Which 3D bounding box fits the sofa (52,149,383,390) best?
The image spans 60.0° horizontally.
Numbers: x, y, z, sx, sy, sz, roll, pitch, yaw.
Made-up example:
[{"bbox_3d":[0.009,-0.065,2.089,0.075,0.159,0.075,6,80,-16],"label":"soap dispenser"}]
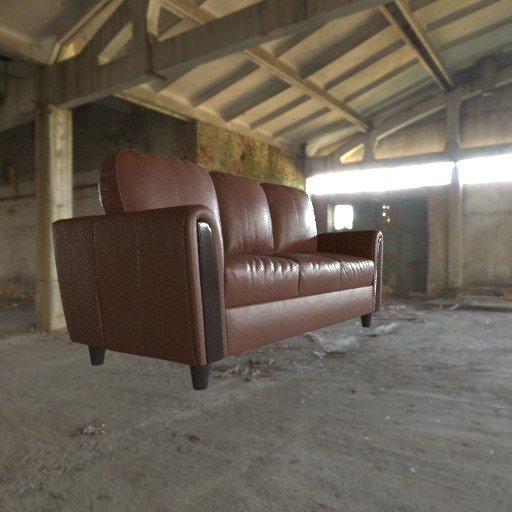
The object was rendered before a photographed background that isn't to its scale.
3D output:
[{"bbox_3d":[0.000,0.000,2.367,0.802,0.915,1.862,0,0,34],"label":"sofa"}]
